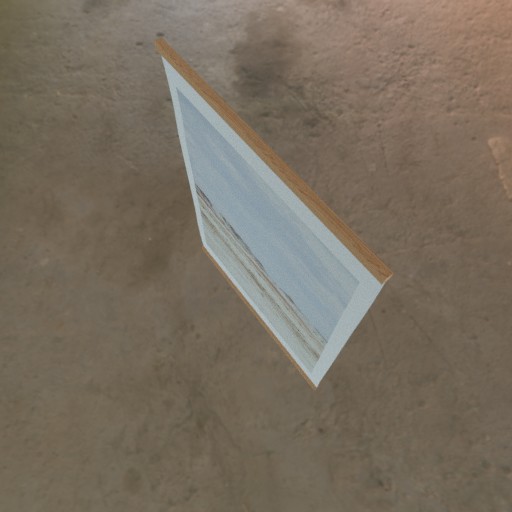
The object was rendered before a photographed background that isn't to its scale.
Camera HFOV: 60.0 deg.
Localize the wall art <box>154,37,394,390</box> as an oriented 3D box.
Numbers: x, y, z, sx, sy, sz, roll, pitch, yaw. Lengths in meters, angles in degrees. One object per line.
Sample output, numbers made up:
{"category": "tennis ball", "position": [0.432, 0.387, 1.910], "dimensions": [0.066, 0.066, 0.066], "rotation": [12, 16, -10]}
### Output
{"category": "wall art", "position": [0.000, 0.000, 1.325], "dimensions": [0.020, 1.016, 0.739], "rotation": [-34, 68, -16]}
